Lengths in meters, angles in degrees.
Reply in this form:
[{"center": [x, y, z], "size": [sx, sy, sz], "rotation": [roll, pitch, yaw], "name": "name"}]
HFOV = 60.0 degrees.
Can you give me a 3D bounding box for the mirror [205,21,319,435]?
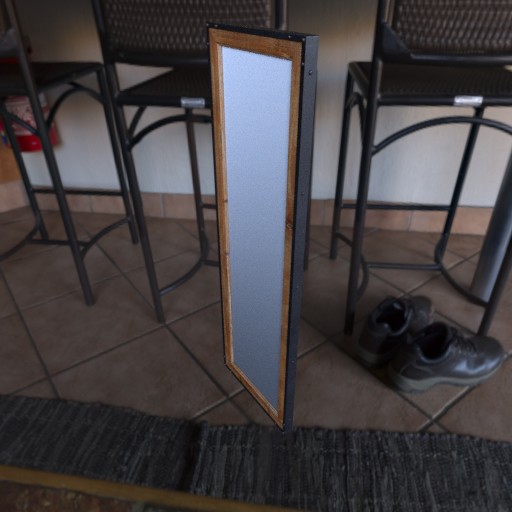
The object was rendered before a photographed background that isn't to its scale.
[{"center": [0.000, 0.000, 1.169], "size": [0.042, 1.080, 0.354], "rotation": [-20, 37, -29], "name": "mirror"}]
